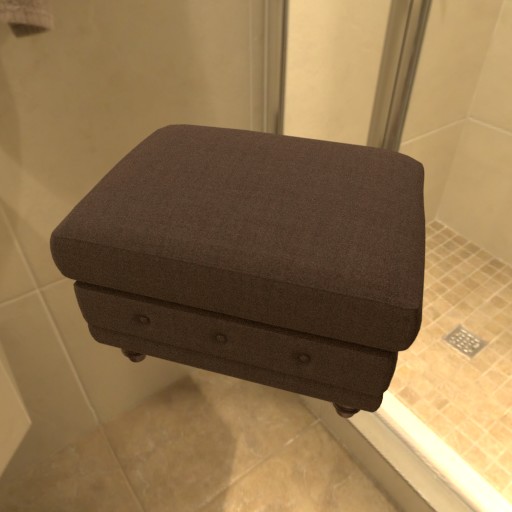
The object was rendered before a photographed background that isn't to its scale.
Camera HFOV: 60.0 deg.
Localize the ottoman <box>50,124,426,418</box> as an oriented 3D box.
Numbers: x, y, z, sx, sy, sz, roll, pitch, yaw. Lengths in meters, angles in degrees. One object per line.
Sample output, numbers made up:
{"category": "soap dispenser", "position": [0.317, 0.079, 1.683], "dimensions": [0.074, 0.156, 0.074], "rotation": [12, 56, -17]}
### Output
{"category": "ottoman", "position": [0.000, 0.000, 1.211], "dimensions": [0.809, 0.555, 0.599], "rotation": [11, 41, 13]}
